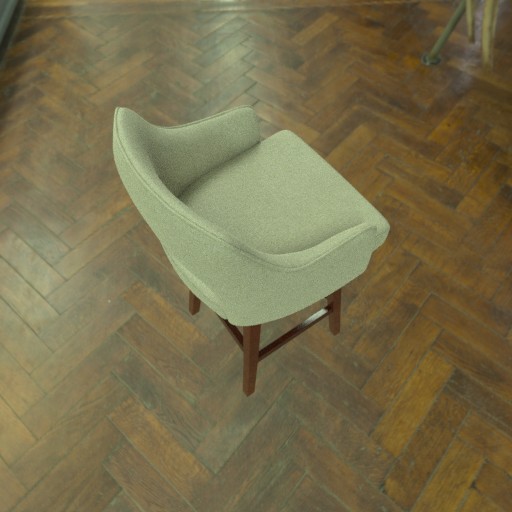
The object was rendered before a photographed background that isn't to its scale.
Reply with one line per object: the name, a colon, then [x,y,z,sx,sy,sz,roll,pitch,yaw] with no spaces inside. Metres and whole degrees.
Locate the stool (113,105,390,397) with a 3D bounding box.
stool: [0.000,0.000,1.326,0.560,1.041,0.550,-30,62,-18]
